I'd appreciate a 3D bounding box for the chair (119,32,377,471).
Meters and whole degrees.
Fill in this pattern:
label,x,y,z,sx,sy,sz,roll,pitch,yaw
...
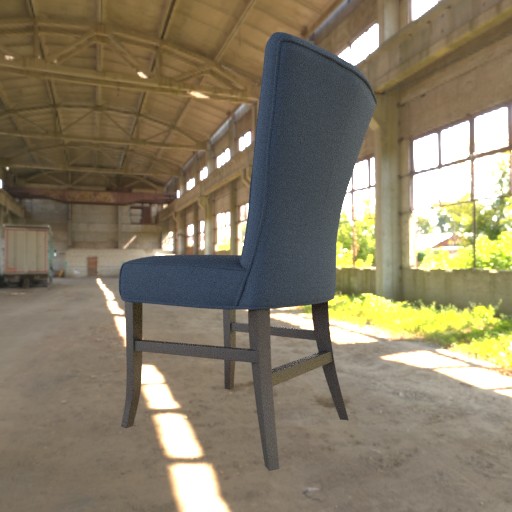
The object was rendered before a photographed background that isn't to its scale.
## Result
label,x,y,z,sx,sy,sz,roll,pitch,yaw
chair,0.000,0.000,1.305,0.660,0.991,0.520,0,0,36
